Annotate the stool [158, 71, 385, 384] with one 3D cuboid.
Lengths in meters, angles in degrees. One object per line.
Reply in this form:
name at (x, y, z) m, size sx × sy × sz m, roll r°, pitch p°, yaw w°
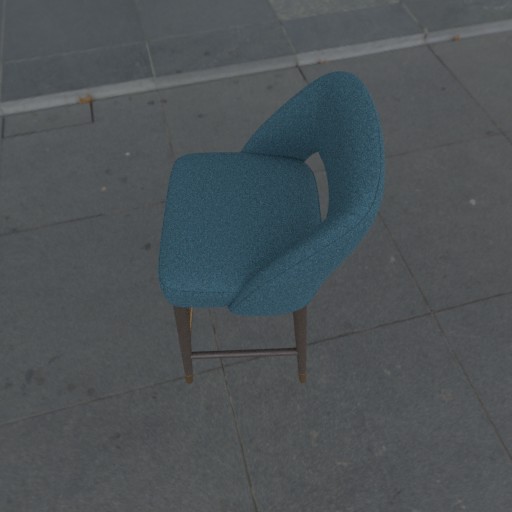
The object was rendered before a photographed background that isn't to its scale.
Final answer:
stool at (0.000, 0.000, 1.334) m, size 0.522 × 1.032 × 0.536 m, roll 0°, pitch 57°, yaw 0°
